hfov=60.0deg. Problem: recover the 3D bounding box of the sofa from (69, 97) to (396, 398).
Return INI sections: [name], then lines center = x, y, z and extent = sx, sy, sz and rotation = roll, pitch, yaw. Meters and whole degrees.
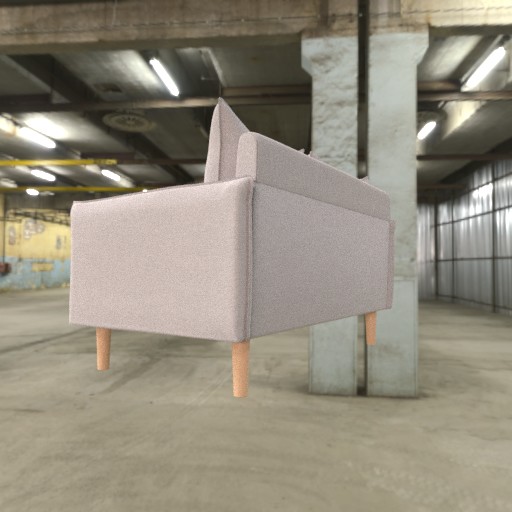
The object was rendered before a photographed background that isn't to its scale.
[sofa]
center = 0.000, 0.000, 1.886
extent = 0.820, 0.840, 1.300
rotation = -1, -2, 34
